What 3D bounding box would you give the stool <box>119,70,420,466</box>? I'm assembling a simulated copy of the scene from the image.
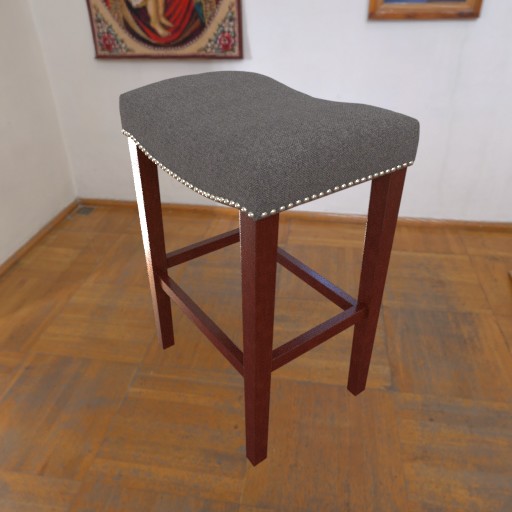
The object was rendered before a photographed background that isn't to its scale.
[{"bbox_3d":[0.000,0.000,1.040,0.372,0.742,0.504,-22,39,-30],"label":"stool"}]
